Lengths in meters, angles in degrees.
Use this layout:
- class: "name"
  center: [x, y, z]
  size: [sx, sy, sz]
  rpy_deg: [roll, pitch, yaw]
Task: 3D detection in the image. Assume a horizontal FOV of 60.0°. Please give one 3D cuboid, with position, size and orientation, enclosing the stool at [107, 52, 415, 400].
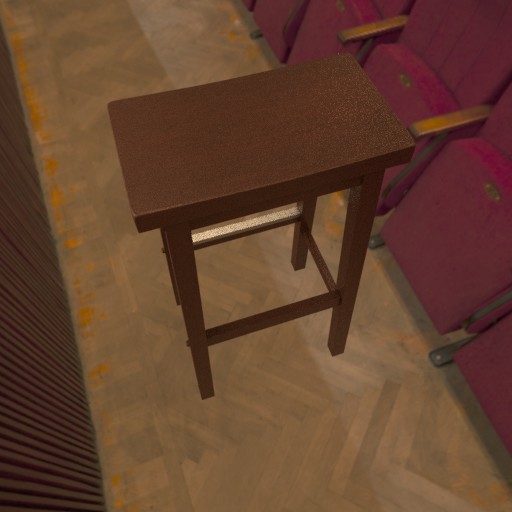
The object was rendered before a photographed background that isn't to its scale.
- class: "stool"
  center: [0.000, 0.000, 0.964]
  size: [0.406, 0.742, 0.322]
  rpy_deg: [-16, 60, -10]
